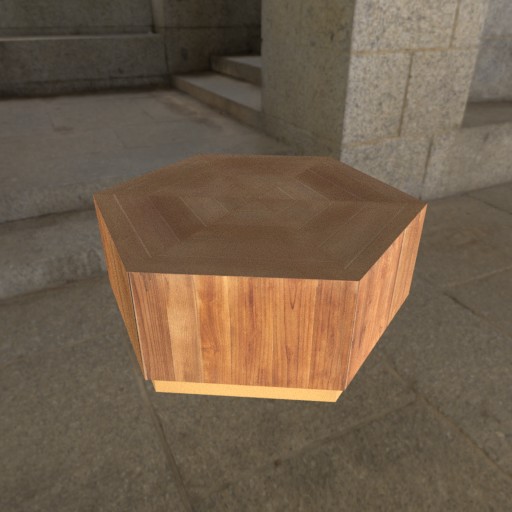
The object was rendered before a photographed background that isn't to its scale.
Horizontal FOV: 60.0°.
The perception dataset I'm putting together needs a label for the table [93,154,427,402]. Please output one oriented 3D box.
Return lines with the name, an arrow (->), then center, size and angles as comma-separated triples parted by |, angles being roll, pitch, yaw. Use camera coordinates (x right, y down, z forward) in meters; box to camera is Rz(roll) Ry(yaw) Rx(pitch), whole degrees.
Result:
table -> 0.000, 0.000, 1.638 | 1.000, 0.456, 1.154 | 19, 35, 29
